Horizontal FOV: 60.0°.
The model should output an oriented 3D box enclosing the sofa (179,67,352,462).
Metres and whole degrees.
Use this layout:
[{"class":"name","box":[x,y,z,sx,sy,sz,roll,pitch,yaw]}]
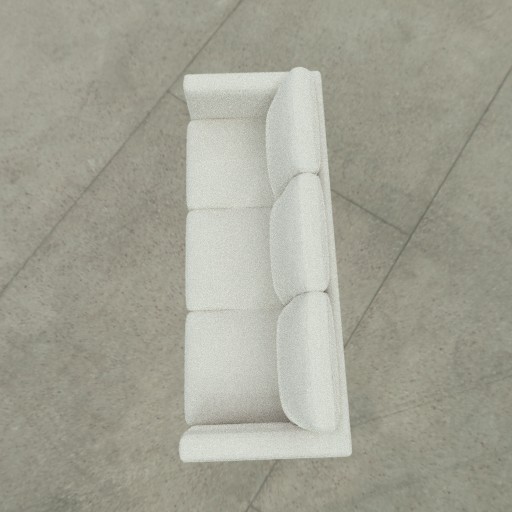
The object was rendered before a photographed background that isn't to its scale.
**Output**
[{"class":"sofa","box":[0.000,0.000,2.476,0.802,0.912,2.029,-2,75,0]}]
